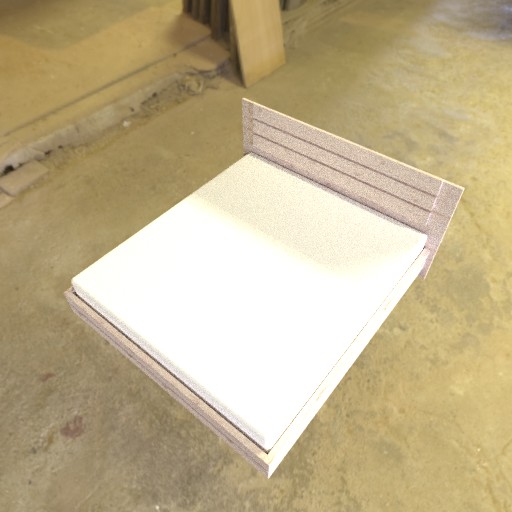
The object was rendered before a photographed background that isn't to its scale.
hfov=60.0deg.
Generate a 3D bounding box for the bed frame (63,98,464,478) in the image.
[{"bbox_3d":[0.000,0.000,3.212,1.950,0.970,2.080,31,55,25],"label":"bed frame"}]
